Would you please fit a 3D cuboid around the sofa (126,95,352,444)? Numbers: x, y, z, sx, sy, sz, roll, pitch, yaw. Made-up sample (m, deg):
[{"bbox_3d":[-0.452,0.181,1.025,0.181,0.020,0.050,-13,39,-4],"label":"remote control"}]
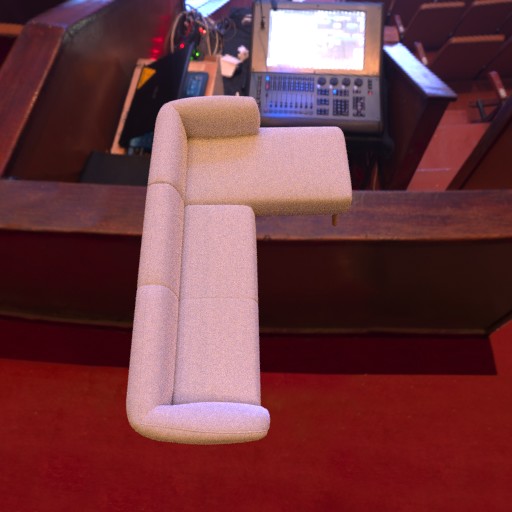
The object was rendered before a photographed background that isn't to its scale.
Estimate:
[{"bbox_3d":[0.000,0.000,3.369,1.610,0.730,2.660,-1,63,-1],"label":"sofa"}]
